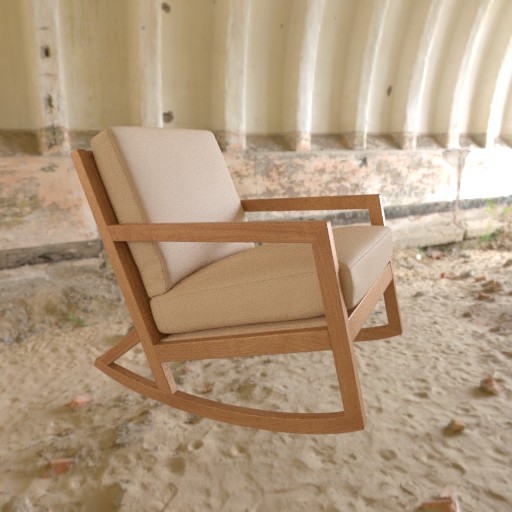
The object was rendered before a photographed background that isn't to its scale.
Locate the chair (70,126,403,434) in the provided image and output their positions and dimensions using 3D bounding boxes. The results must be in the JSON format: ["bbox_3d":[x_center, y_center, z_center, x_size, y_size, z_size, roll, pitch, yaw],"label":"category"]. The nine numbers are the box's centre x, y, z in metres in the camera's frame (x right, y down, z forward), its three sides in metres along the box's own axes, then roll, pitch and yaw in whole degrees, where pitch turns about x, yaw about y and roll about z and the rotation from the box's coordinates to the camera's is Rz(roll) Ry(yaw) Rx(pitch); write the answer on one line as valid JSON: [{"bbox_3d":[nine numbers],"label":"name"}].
[{"bbox_3d":[0.000,0.000,1.406,0.857,0.790,0.622,7,16,25],"label":"chair"}]
